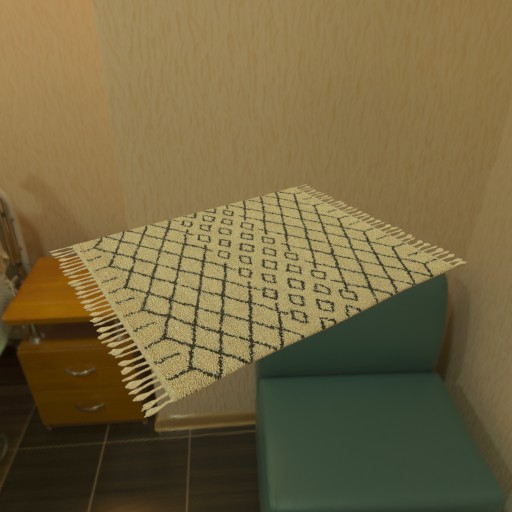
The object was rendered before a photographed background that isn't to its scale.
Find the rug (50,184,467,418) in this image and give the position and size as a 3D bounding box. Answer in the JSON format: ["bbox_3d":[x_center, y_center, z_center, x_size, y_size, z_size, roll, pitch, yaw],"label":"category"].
[{"bbox_3d":[0.000,0.000,4.217,3.213,0.030,2.388,-19,35,-29],"label":"rug"}]
